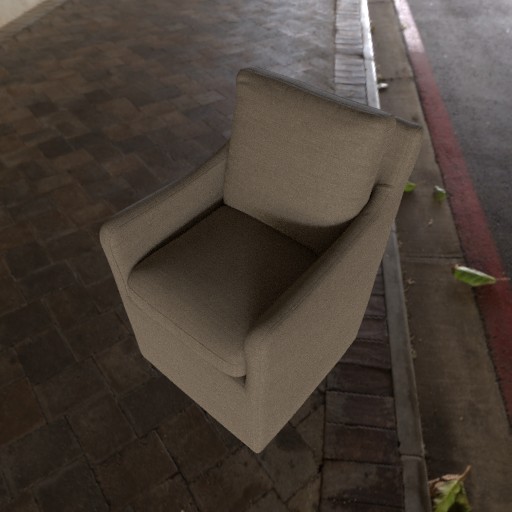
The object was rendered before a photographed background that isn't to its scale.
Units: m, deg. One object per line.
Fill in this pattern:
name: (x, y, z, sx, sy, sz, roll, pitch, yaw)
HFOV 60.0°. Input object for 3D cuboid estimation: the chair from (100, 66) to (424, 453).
chair: (0.000, 0.000, 1.376, 0.626, 0.914, 0.694, 31, 52, 27)
